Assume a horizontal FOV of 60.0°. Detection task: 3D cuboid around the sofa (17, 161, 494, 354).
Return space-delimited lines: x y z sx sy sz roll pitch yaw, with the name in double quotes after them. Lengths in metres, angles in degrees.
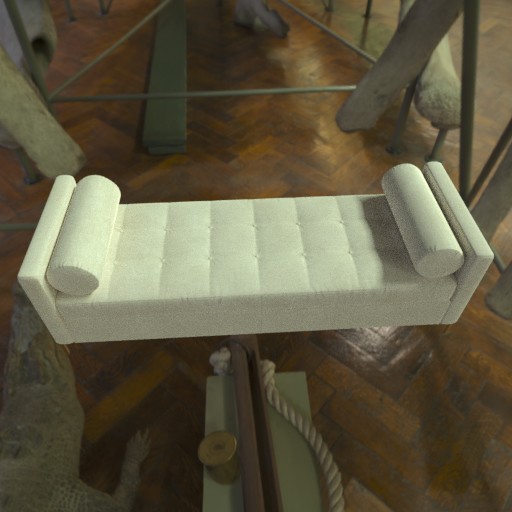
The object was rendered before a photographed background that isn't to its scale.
0.000 0.000 2.270 1.981 0.635 0.686 -3 47 -2 "sofa"
